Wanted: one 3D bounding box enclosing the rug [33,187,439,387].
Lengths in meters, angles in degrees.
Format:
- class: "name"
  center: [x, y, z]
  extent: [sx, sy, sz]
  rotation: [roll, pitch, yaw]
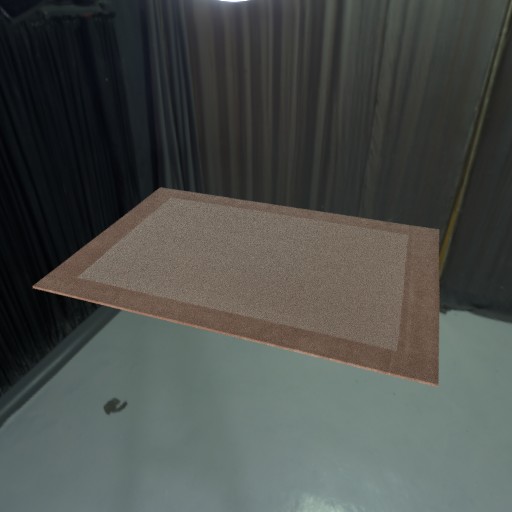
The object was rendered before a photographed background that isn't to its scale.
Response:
- class: "rug"
  center: [0.000, 0.000, 2.342]
  extent: [1.829, 0.014, 1.219]
  rotation: [11, 34, 16]
